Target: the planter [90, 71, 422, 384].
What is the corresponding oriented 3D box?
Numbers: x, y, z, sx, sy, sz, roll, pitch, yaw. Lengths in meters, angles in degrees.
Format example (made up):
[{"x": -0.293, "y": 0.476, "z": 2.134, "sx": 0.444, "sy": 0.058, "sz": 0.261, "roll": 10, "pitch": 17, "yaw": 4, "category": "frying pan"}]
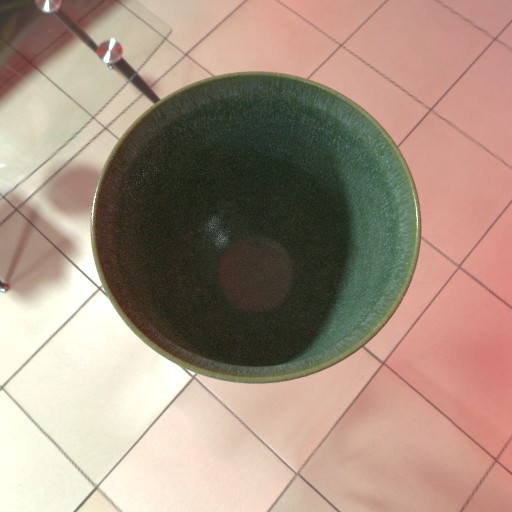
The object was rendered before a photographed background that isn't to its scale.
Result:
[{"x": 0.000, "y": 0.000, "z": 0.485, "sx": 0.266, "sy": 0.270, "sz": 0.266, "roll": 0, "pitch": 75, "yaw": 0, "category": "planter"}]
